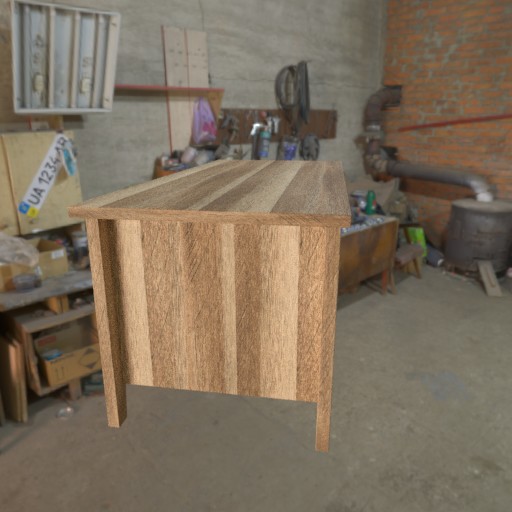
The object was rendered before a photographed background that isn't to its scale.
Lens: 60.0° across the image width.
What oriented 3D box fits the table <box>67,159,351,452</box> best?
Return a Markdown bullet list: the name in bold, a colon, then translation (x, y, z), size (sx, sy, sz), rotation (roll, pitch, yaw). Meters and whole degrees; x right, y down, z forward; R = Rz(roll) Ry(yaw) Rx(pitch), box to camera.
- **table**: translation (0.000, 0.000, 1.330), size (0.493, 0.480, 1.095), rotation (3, 17, 9)
